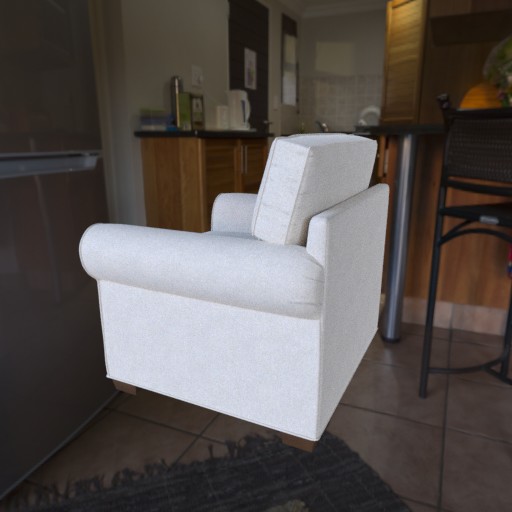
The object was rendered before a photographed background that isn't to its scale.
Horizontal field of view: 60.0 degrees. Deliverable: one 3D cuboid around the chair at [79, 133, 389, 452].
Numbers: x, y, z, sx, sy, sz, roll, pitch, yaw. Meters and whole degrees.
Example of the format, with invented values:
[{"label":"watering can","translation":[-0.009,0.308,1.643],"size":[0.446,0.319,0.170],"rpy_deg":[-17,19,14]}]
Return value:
[{"label":"chair","translation":[0.000,0.000,1.788],"size":[0.863,0.955,1.040],"rpy_deg":[8,18,25]}]
